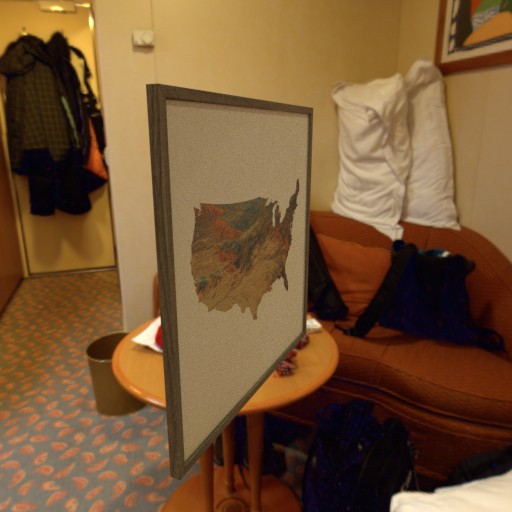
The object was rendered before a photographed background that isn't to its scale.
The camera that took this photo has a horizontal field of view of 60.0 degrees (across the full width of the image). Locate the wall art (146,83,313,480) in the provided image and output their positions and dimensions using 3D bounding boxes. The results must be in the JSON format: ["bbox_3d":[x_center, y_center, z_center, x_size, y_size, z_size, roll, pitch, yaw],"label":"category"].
[{"bbox_3d":[0.000,0.000,0.760,0.016,0.507,0.508,7,17,25],"label":"wall art"}]
